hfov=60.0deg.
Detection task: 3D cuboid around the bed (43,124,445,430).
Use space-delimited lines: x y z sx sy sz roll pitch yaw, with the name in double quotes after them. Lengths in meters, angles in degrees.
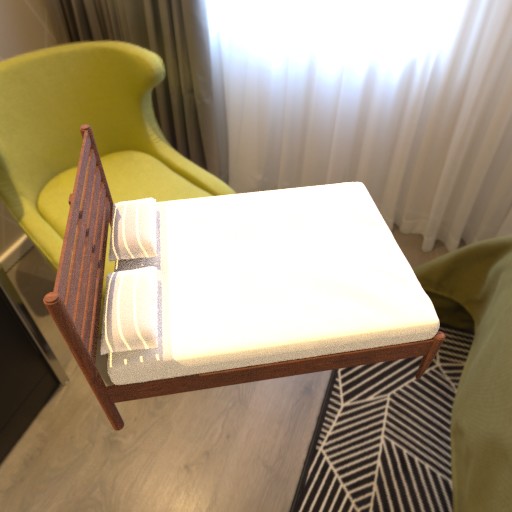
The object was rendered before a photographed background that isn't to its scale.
0.000 0.000 2.978 2.093 1.304 1.509 -7 46 -7 "bed"
